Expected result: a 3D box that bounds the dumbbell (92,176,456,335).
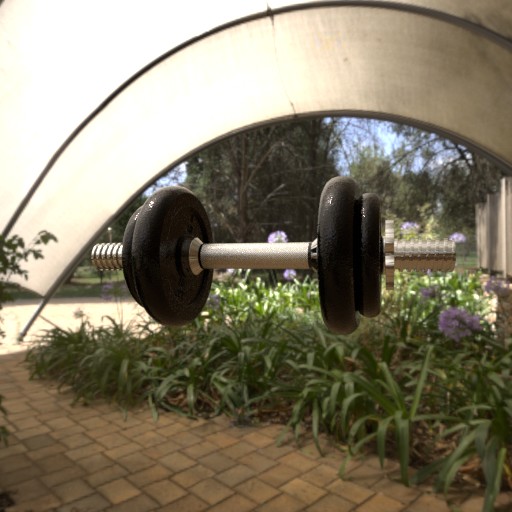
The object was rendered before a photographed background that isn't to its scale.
[{"bbox_3d":[0.000,0.000,0.604,0.497,0.202,0.202,0,-1,17],"label":"dumbbell"}]
